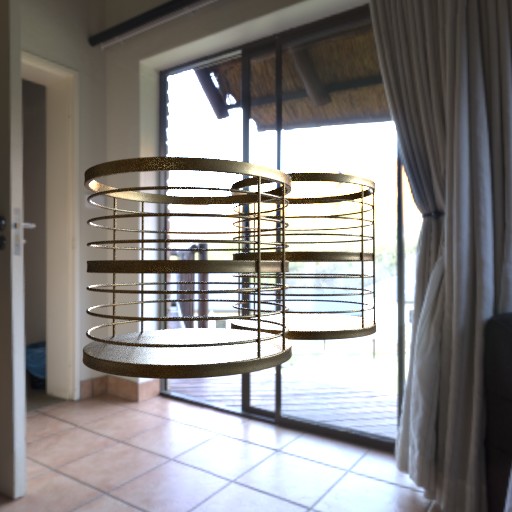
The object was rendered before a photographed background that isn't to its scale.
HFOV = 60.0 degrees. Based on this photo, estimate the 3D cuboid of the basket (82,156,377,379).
[{"bbox_3d":[0.000,0.000,0.942,0.356,0.351,0.746,-1,-2,36],"label":"basket"}]
